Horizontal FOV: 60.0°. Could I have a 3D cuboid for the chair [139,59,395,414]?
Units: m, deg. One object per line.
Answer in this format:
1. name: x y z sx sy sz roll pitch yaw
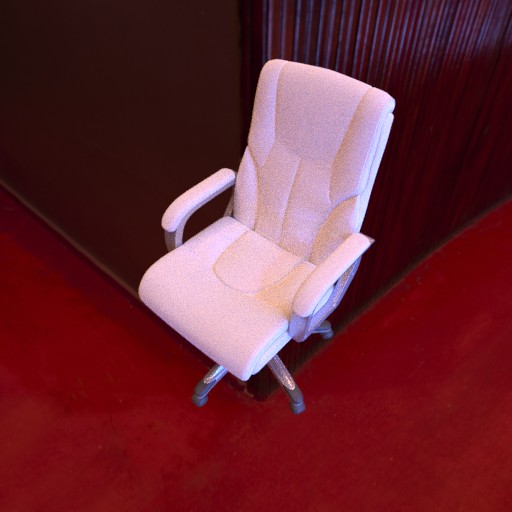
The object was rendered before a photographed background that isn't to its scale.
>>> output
1. chair: 0.000 0.000 1.585 0.687 1.120 0.738 31 51 29
